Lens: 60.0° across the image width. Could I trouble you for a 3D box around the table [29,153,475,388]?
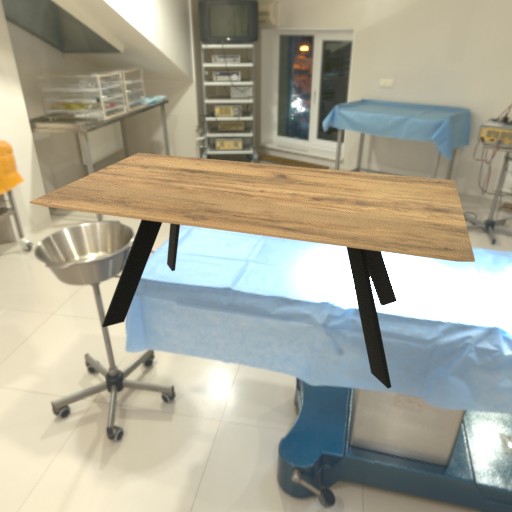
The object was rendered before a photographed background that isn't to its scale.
[{"bbox_3d":[0.000,0.000,2.487,2.000,0.770,1.000,8,28,16],"label":"table"}]
